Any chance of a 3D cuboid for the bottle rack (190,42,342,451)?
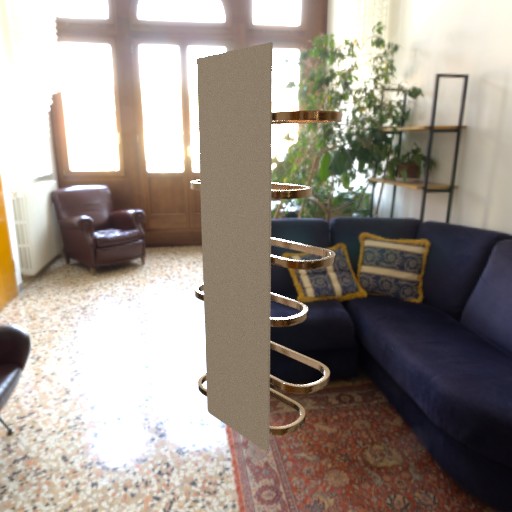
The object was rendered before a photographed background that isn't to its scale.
[{"bbox_3d":[0.000,0.000,0.847,0.118,0.709,0.332,-14,20,-43],"label":"bottle rack"}]
